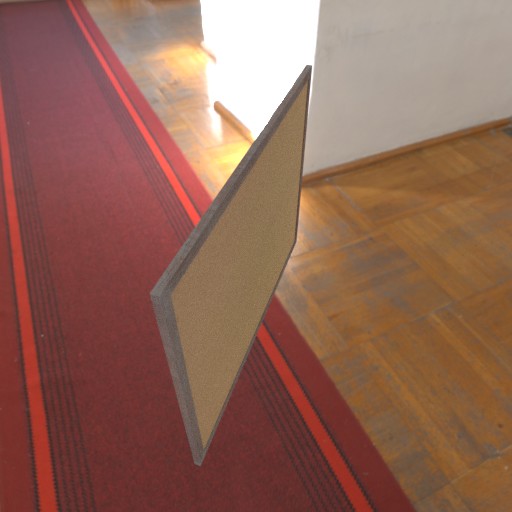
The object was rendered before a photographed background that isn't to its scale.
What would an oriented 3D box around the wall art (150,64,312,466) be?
[{"bbox_3d":[0.000,0.000,1.356,0.019,0.774,1.012,14,47,14],"label":"wall art"}]
